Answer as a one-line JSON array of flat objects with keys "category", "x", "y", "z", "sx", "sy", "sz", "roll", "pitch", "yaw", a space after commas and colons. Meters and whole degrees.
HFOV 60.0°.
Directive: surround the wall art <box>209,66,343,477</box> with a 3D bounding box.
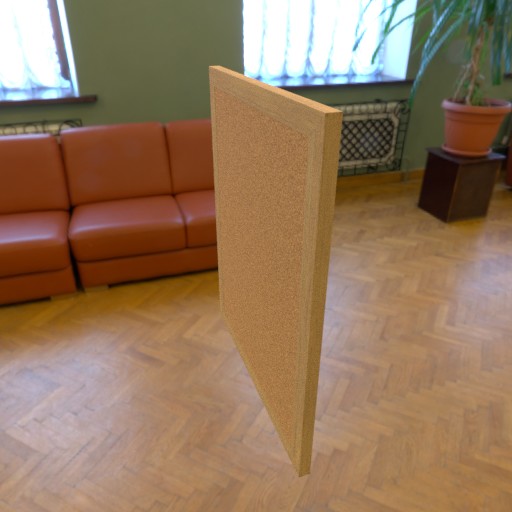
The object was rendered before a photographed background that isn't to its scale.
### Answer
[{"category": "wall art", "x": 0.000, "y": 0.000, "z": 0.761, "sx": 0.020, "sy": 0.561, "sz": 0.460, "roll": -10, "pitch": 30, "yaw": -17}]
